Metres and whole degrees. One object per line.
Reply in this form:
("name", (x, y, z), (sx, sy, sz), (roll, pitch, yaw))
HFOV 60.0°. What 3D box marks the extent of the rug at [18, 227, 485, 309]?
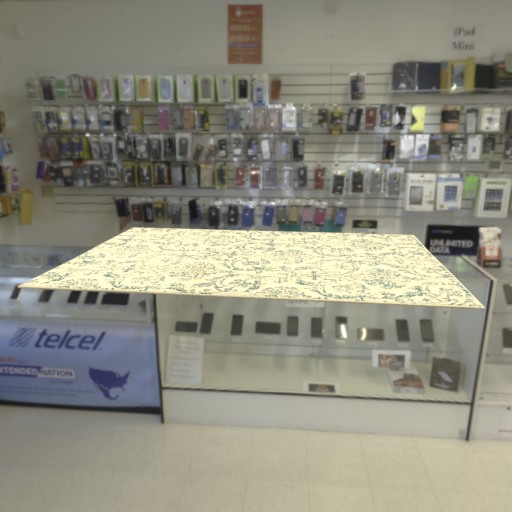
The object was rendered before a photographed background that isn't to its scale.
("rug", (0.000, 0.000, 3.445), (2.746, 0.018, 1.819), (2, 15, 7))
